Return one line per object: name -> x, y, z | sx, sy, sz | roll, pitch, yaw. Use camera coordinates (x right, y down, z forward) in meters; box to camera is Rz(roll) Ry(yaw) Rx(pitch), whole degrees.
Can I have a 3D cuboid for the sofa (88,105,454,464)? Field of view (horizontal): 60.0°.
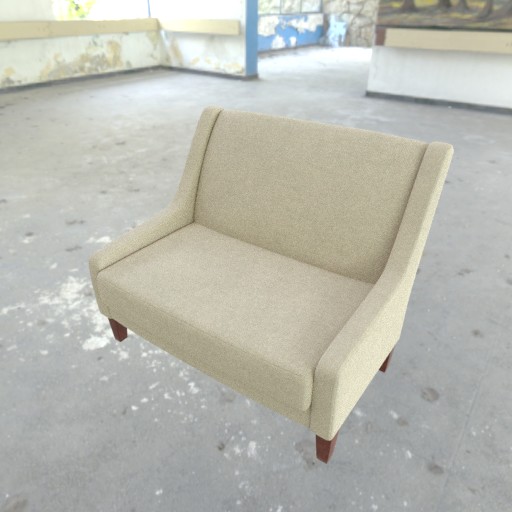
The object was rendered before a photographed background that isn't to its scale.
sofa -> 0.000, 0.000, 1.899 | 1.212, 0.976, 0.946 | 20, 36, 30
